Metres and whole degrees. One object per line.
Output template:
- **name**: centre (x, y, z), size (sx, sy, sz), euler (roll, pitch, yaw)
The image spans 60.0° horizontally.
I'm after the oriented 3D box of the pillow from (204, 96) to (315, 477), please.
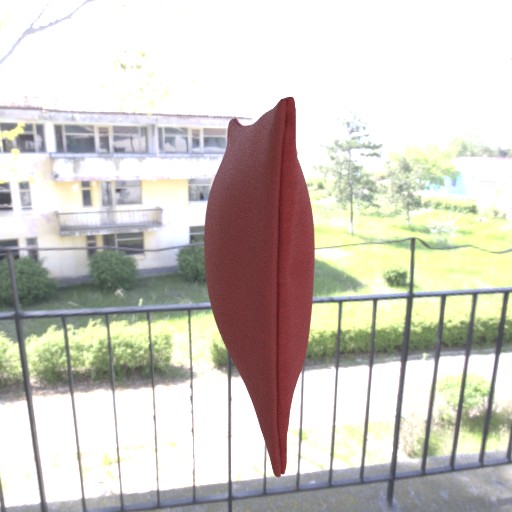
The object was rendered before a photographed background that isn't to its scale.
- **pillow**: centre (0.000, 0.000, 0.664), size (0.151, 0.416, 0.435), euler (-2, 15, -9)
